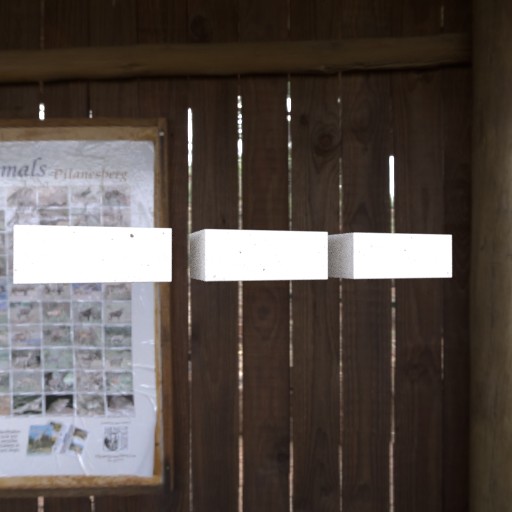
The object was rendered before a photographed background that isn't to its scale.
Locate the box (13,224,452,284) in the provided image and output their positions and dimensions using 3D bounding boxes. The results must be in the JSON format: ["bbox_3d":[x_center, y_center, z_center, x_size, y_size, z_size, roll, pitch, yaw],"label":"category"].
[{"bbox_3d":[0.000,0.000,0.487,0.461,0.051,0.082,0,-1,-19],"label":"box"}]
